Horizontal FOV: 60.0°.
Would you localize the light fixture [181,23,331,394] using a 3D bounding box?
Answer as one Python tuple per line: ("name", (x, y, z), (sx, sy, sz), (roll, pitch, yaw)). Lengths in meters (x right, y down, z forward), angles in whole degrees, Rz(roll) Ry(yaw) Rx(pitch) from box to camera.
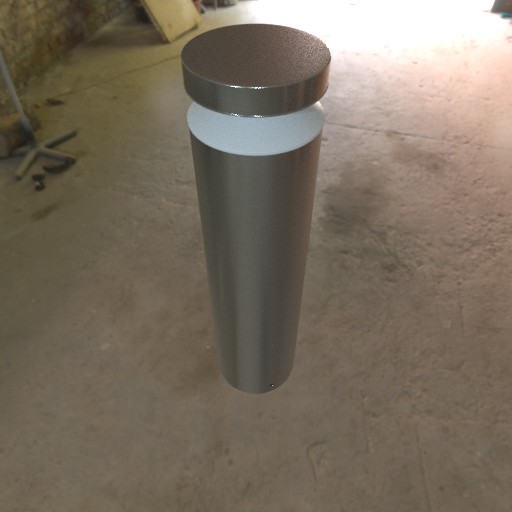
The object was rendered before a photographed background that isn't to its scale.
("light fixture", (0.000, 0.000, 0.442), (0.102, 0.400, 0.102), (-17, 49, -15))
